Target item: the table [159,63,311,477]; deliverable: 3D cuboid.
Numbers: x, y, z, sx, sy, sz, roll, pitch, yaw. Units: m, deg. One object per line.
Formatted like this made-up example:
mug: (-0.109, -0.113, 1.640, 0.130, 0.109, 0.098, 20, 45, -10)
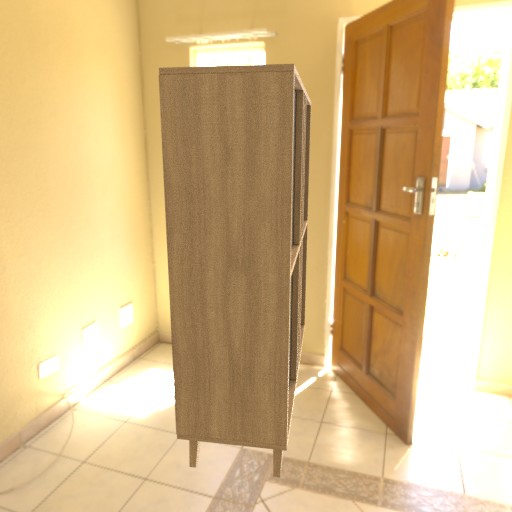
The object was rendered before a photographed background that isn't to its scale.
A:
table: (0.000, 0.000, 1.963, 0.398, 1.388, 1.111, 2, 14, 9)
